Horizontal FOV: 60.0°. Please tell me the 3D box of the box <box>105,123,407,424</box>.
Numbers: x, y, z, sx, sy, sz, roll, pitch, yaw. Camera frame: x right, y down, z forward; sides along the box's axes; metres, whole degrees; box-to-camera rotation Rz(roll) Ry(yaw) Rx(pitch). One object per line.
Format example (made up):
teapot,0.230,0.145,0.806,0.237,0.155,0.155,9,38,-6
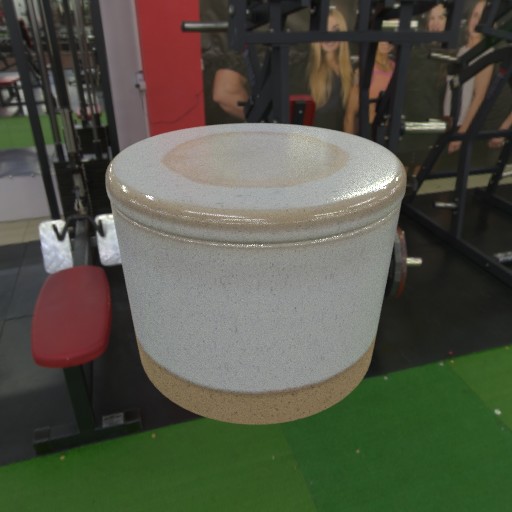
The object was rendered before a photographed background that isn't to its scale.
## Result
box,0.000,0.000,0.263,0.154,0.123,0.154,0,29,0
